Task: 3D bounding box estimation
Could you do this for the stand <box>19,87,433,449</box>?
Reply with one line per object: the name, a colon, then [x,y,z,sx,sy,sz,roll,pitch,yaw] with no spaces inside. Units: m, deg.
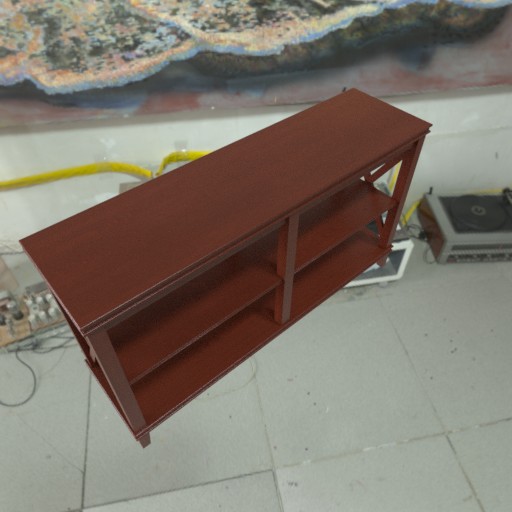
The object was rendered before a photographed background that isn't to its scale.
stand: [0.000,0.000,1.684,1.372,0.762,0.381,-32,54,-26]
